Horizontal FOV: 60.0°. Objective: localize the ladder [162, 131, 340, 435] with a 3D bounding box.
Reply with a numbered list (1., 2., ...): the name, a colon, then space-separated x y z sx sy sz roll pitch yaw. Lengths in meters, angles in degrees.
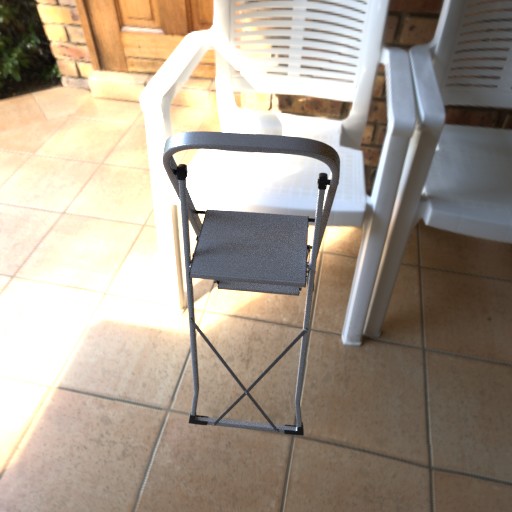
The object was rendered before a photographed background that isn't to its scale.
1. ladder: 0.000 0.000 1.428 0.465 1.070 0.704 4 47 4
